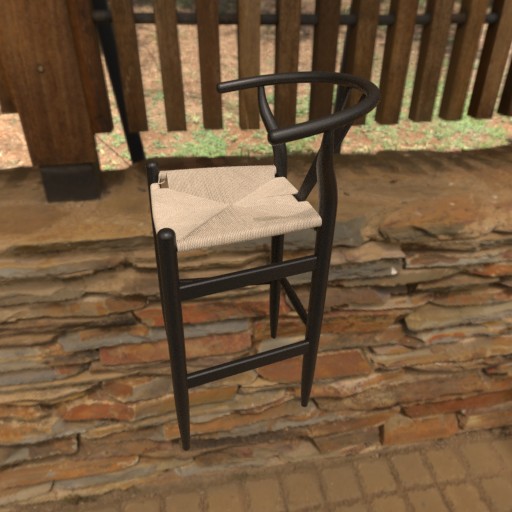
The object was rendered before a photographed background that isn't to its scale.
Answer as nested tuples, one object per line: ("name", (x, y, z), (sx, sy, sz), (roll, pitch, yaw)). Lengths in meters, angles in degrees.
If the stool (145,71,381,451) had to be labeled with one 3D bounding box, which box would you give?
("stool", (0.000, 0.000, 1.312), (0.579, 0.970, 0.569), (-8, 32, -13))
